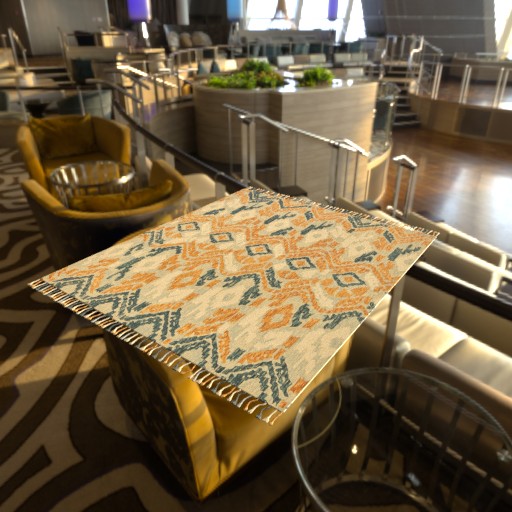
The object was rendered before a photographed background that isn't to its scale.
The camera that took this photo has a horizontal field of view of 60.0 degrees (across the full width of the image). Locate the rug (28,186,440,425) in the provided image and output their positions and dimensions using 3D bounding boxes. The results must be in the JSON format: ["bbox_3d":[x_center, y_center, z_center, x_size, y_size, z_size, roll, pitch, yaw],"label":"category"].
[{"bbox_3d":[0.000,0.000,4.086,2.439,0.010,3.048,19,33,32],"label":"rug"}]
